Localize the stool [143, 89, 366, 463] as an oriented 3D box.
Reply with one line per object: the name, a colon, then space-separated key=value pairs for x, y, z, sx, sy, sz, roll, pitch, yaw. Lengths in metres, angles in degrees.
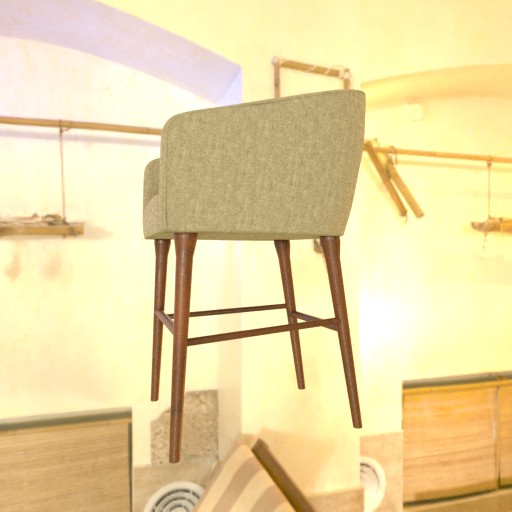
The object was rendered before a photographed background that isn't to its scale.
stool: x=0.000 y=0.000 z=1.331 sx=0.635 sy=0.952 sz=0.559 roll=0 pitch=0 yaw=-19
